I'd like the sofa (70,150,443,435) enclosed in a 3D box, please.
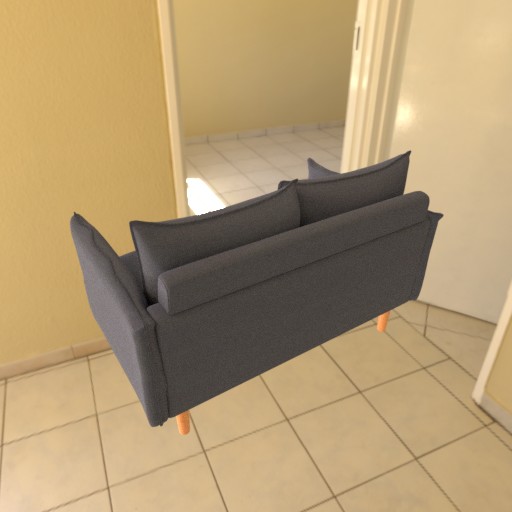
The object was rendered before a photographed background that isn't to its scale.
[{"bbox_3d":[0.000,0.000,1.862,1.300,0.840,0.820,-19,36,-28],"label":"sofa"}]
